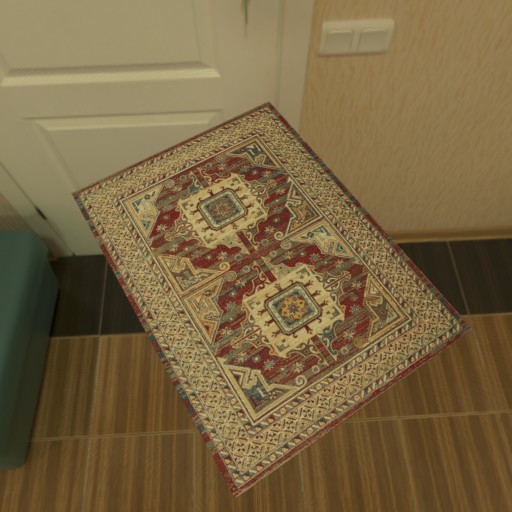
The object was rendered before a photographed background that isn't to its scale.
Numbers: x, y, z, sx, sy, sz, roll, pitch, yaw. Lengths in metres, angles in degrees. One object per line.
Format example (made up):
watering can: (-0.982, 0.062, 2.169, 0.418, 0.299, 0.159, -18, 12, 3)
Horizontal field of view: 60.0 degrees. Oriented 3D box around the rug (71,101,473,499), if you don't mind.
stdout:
rug: (0.000, 0.000, 4.134, 2.381, 0.013, 3.197, -29, 66, -14)
